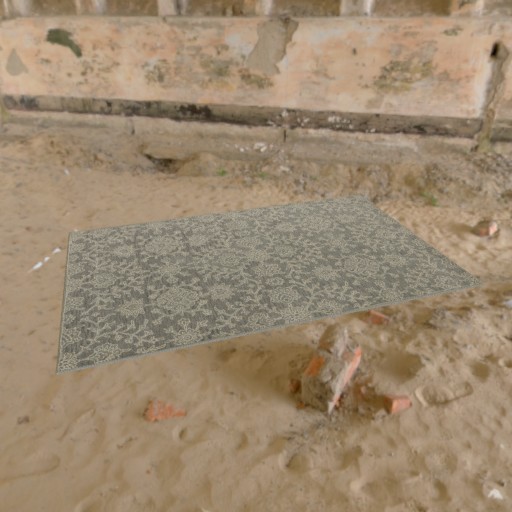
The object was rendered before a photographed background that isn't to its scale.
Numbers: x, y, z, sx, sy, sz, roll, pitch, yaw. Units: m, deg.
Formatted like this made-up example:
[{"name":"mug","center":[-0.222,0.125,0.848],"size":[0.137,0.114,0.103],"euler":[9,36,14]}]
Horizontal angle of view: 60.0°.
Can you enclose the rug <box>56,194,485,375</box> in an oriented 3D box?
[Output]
[{"name":"rug","center":[0.000,0.000,2.989],"size":[2.430,0.010,1.515],"euler":[-9,31,-16]}]
